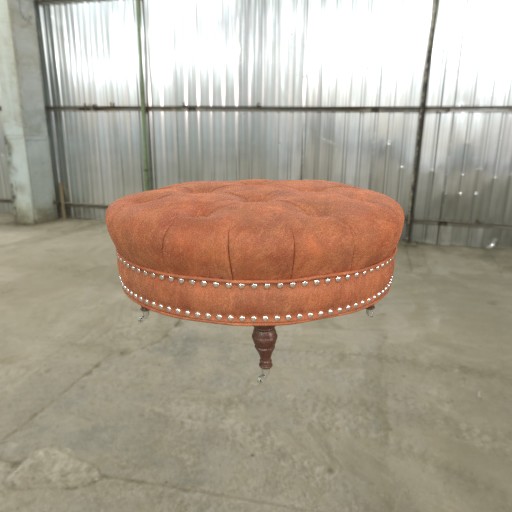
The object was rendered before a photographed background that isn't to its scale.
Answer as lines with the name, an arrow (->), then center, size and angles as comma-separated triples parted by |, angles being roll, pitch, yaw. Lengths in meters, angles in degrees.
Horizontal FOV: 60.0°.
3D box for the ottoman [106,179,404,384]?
ottoman -> 0.000, 0.000, 1.424 | 0.901, 0.444, 0.901 | 0, 16, 0
